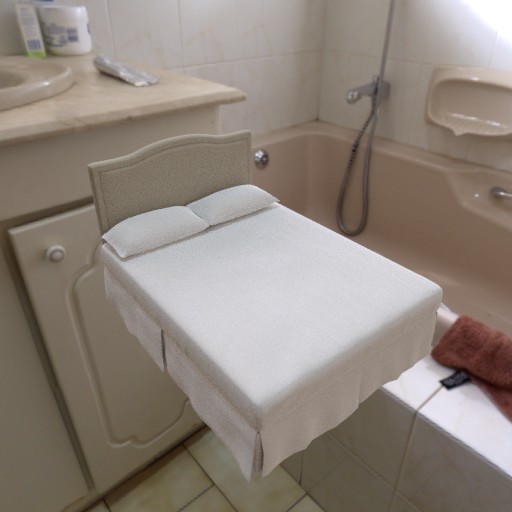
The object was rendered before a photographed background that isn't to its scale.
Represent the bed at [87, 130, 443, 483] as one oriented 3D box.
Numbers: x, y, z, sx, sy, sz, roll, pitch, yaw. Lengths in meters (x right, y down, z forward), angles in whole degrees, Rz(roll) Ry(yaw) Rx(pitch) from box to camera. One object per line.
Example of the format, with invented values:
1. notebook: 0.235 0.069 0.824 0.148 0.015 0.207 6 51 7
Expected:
1. bed: 0.000 0.000 3.679 1.977 1.437 2.477 -22 38 -32
